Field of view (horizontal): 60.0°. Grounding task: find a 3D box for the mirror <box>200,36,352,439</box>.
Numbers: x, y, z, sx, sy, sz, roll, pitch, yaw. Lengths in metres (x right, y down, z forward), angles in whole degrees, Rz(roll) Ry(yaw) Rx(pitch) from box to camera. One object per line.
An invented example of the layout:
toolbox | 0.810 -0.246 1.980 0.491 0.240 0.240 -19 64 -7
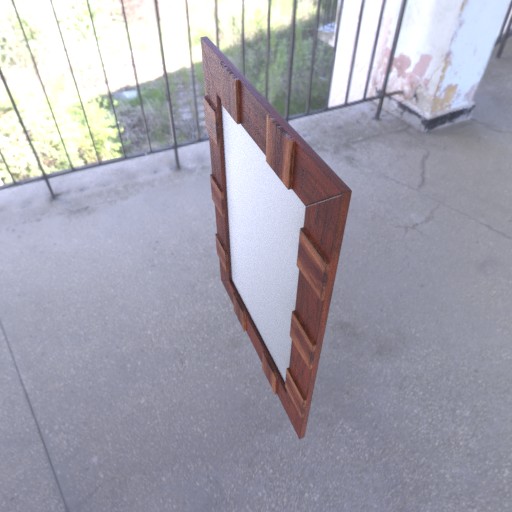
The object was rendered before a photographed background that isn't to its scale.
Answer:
mirror | 0.000 0.000 1.063 0.021 0.805 0.600 -17 48 -16
